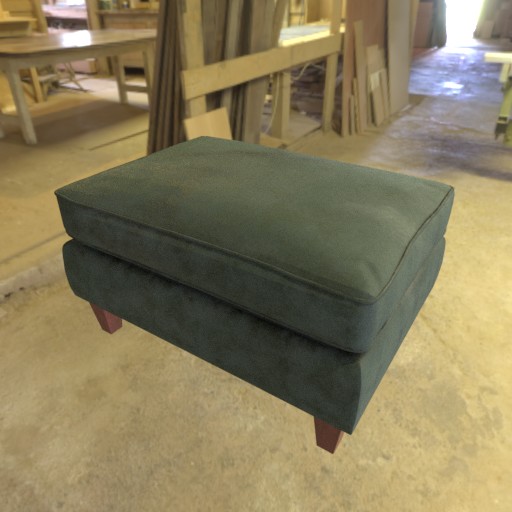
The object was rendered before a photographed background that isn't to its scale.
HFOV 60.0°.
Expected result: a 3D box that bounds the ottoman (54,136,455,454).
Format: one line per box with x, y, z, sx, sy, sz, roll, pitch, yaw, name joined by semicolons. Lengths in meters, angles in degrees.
0.000;0.000;1.224;0.864;0.495;0.632;19;36;28;ottoman
